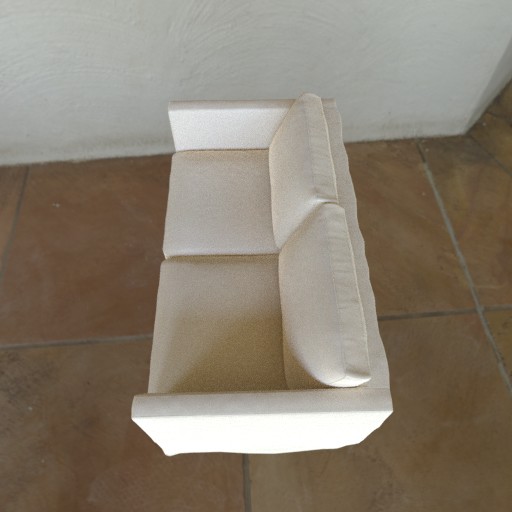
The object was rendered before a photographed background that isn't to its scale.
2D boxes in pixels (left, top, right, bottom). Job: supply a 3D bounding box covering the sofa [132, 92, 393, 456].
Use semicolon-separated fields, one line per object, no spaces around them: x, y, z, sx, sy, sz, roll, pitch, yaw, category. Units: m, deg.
0.000;0.000;2.265;0.962;0.834;1.746;-1;57;-1;sofa
